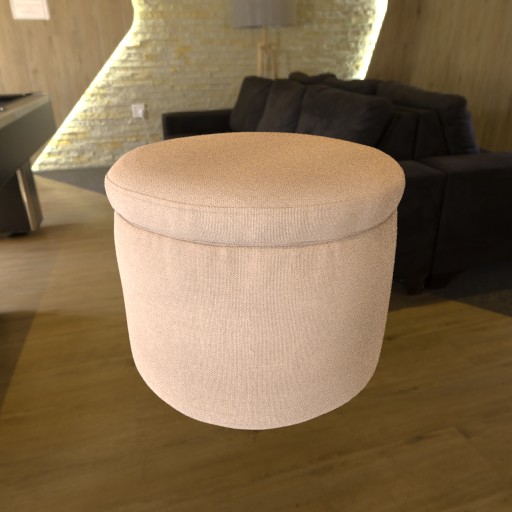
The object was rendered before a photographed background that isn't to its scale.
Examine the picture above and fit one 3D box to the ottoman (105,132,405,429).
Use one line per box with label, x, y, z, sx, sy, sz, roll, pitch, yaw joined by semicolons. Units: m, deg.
ottoman;0.000;0.000;0.835;0.497;0.409;0.497;0;24;0
